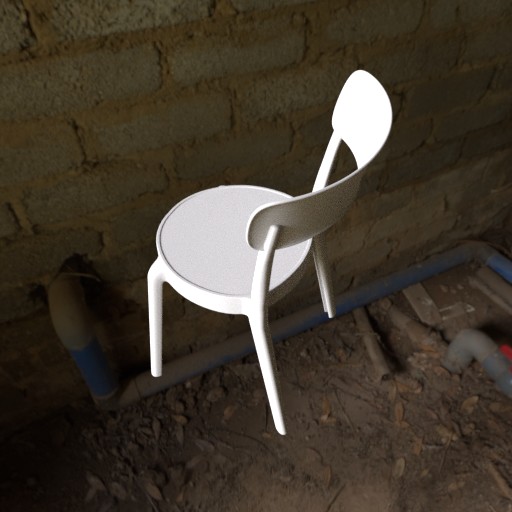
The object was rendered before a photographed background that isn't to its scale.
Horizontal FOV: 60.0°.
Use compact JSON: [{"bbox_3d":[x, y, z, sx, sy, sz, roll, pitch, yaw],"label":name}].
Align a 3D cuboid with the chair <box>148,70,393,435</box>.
[{"bbox_3d":[0.000,0.000,1.102,0.491,0.790,0.506,18,48,17],"label":"chair"}]
